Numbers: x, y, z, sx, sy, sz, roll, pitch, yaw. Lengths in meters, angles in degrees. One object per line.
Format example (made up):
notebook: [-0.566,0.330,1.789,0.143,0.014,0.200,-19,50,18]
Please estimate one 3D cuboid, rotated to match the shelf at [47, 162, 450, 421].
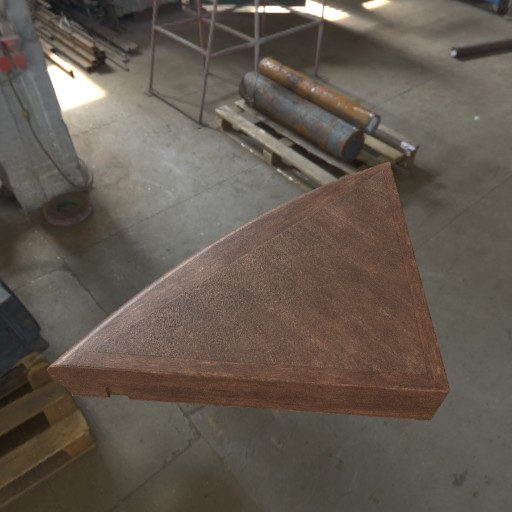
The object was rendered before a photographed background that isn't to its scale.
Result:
shelf: [0.000,0.000,0.460,0.310,0.050,0.310,3,46,3]
